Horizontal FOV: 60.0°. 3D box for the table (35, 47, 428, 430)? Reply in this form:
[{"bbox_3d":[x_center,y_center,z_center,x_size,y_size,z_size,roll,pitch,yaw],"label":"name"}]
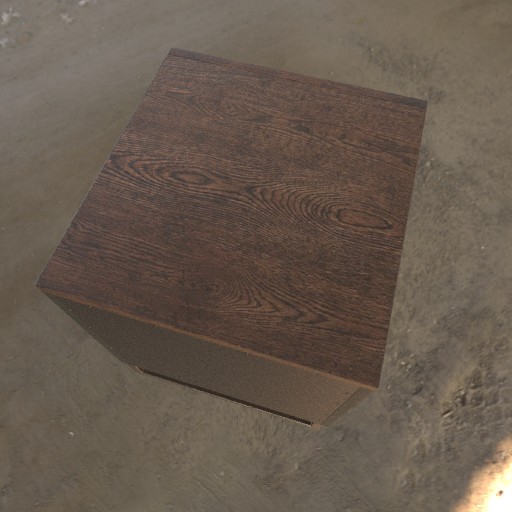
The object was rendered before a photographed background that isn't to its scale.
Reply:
[{"bbox_3d":[0.000,0.000,0.994,0.506,0.582,0.566,15,64,8],"label":"table"}]
